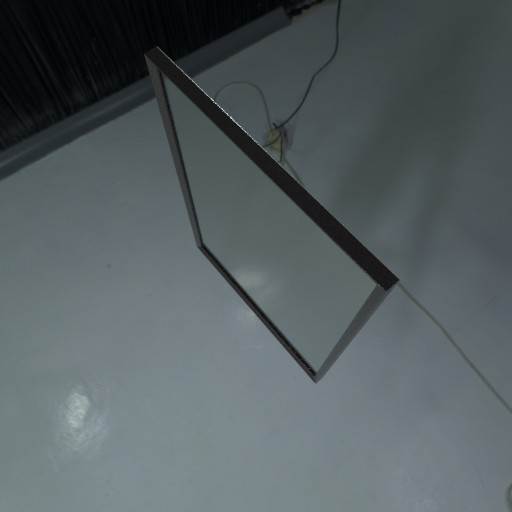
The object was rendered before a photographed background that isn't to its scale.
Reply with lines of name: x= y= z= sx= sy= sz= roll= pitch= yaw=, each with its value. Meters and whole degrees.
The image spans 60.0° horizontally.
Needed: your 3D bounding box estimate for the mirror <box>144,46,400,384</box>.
mirror: x=0.000 y=0.000 z=1.366 sx=0.041 sy=1.016 sz=0.762 roll=-37 pitch=70 yaw=-16
